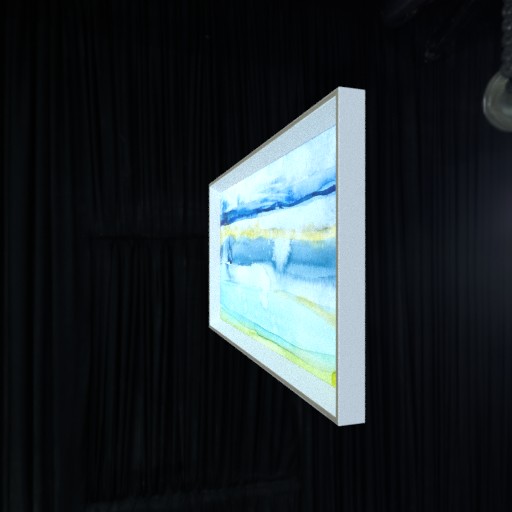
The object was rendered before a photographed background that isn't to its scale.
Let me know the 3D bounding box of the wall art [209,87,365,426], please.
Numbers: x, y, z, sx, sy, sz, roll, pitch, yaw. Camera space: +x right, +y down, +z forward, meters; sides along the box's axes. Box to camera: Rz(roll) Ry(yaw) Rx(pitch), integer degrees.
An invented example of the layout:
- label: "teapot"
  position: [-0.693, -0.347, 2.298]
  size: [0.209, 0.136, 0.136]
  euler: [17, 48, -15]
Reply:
- label: "wall art"
  position: [0.000, 0.000, 0.955]
  size: [0.038, 0.431, 0.812]
  euler: [0, 0, -18]
